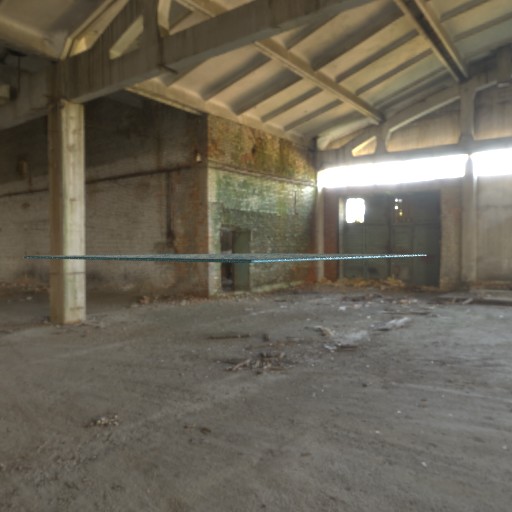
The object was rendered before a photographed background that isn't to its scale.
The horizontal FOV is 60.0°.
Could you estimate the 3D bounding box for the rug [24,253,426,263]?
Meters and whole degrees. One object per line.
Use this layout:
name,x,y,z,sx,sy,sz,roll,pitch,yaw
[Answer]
rug,0.000,0.000,2.868,1.554,0.012,2.205,1,1,36
